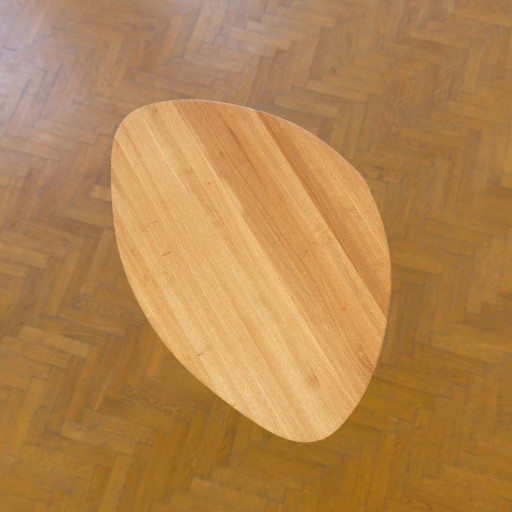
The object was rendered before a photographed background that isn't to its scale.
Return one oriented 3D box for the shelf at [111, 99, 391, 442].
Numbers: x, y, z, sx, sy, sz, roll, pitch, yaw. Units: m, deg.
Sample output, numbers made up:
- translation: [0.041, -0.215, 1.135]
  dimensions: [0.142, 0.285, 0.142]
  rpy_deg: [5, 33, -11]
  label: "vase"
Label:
- translation: [0.000, 0.000, 1.655]
  dimensions: [0.845, 0.440, 1.246]
  rpy_deg: [-30, 78, -7]
  label: "shelf"
